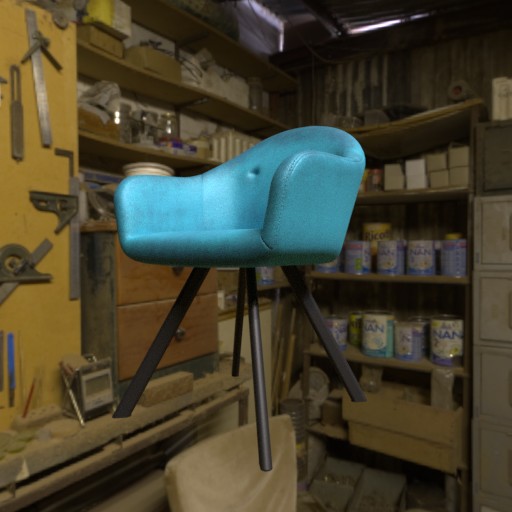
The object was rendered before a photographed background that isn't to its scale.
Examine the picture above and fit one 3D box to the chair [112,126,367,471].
[{"bbox_3d":[0.000,0.000,1.168,0.540,0.780,0.570,0,1,36],"label":"chair"}]
